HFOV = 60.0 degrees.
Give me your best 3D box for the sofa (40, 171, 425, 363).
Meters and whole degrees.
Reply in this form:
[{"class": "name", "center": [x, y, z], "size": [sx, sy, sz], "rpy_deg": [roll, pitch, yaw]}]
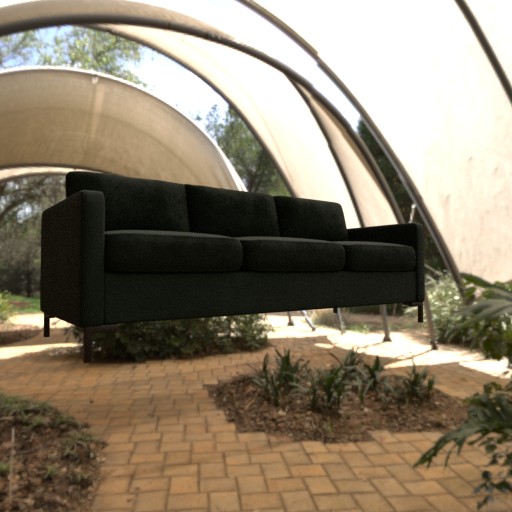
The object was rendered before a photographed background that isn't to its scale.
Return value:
[{"class": "sofa", "center": [0.000, 0.000, 2.655], "size": [2.218, 0.870, 0.859], "rpy_deg": [1, -2, -36]}]
